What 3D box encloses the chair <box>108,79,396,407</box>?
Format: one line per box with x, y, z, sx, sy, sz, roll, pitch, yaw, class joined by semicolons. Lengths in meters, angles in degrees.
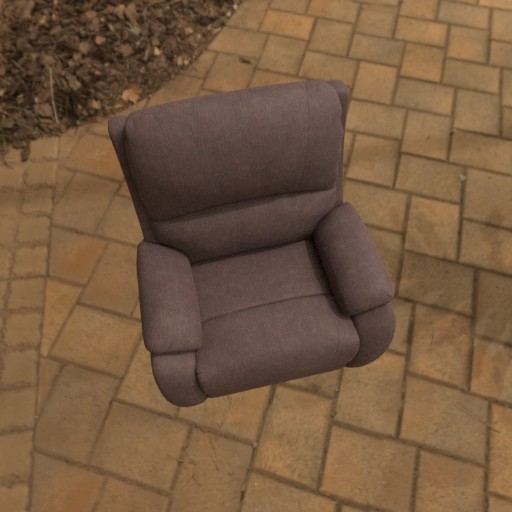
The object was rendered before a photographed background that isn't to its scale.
0.000;0.000;1.744;0.930;1.011;0.899;-12;63;-6;chair
